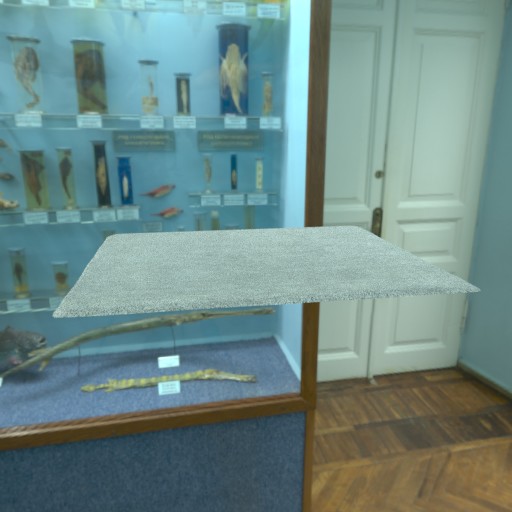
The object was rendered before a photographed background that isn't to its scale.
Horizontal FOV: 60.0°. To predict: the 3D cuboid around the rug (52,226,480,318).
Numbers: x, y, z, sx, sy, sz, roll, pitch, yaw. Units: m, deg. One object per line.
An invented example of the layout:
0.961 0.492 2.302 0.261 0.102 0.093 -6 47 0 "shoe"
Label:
0.000 0.000 4.022 2.933 0.027 2.332 -3 16 -9 "rug"
